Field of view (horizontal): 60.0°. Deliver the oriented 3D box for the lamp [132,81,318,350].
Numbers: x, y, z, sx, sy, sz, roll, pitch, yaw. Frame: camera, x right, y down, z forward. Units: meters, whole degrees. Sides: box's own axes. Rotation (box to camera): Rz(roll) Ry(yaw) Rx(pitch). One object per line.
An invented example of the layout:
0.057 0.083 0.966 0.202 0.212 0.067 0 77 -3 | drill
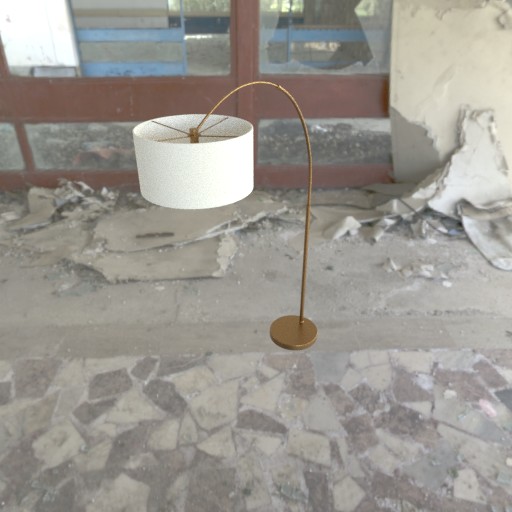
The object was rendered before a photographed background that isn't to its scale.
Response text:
0.000 0.000 2.596 0.493 1.927 1.434 18 35 28 | lamp
